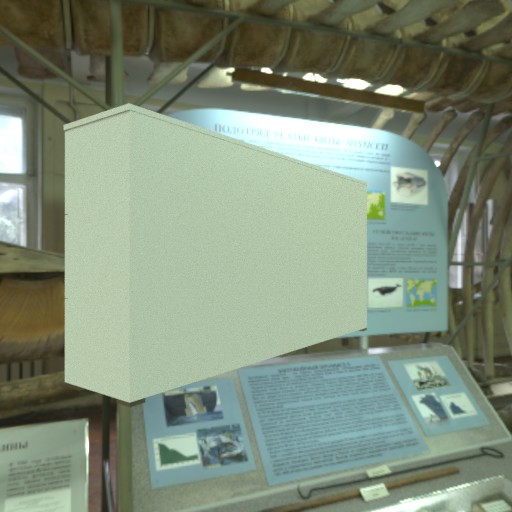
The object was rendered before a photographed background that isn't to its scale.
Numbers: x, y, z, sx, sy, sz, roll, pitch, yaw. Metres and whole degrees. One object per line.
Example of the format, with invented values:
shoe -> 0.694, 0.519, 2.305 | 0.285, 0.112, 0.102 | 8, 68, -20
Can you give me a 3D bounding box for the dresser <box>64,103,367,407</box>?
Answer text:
dresser -> 0.000, 0.000, 1.863 | 0.333, 0.790, 1.535 | 0, 0, 37
